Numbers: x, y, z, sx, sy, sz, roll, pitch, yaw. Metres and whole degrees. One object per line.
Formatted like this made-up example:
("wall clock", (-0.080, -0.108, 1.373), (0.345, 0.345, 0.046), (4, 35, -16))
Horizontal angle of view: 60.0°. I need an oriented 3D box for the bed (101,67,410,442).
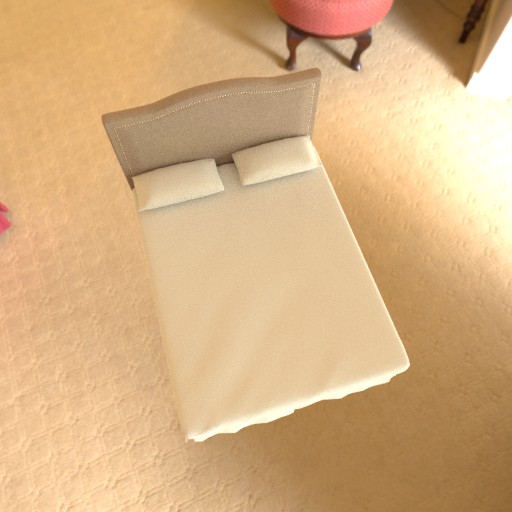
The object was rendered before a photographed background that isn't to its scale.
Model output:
("bed", (0.000, 0.000, 3.452), (1.821, 1.436, 2.282), (-15, 66, -7))
